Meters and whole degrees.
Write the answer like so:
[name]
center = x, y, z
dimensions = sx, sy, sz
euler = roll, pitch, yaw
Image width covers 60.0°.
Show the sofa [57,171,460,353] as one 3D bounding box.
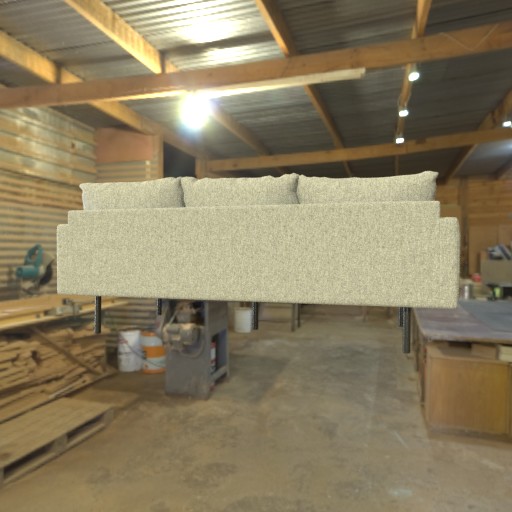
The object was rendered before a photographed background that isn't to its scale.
[sofa]
center = 0.000, 0.000, 2.506
dimensions = 2.000, 0.830, 0.850
euler = 0, 1, 16
